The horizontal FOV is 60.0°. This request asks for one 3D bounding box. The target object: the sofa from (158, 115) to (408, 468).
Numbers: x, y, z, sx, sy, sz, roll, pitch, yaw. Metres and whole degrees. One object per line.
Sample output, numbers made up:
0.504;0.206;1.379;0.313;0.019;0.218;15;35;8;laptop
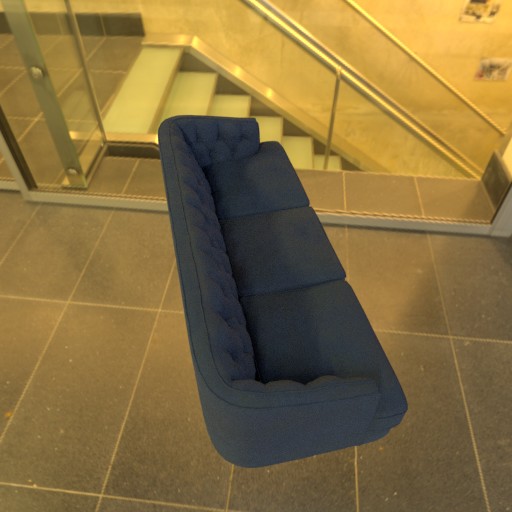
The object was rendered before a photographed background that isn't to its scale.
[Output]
0.000;0.000;2.701;0.941;0.855;2.278;-10;48;-9;sofa
